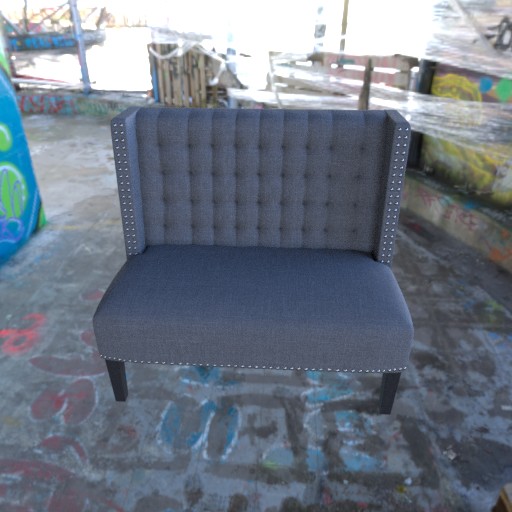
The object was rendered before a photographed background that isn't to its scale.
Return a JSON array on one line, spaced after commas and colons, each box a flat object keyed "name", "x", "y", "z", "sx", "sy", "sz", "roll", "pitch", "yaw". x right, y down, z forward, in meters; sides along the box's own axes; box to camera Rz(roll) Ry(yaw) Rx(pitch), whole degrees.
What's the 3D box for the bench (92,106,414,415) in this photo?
[{"name": "bench", "x": 0.000, "y": 0.000, "z": 1.989, "sx": 1.276, "sy": 1.121, "sz": 0.842, "roll": 2, "pitch": 30, "yaw": 3}]
